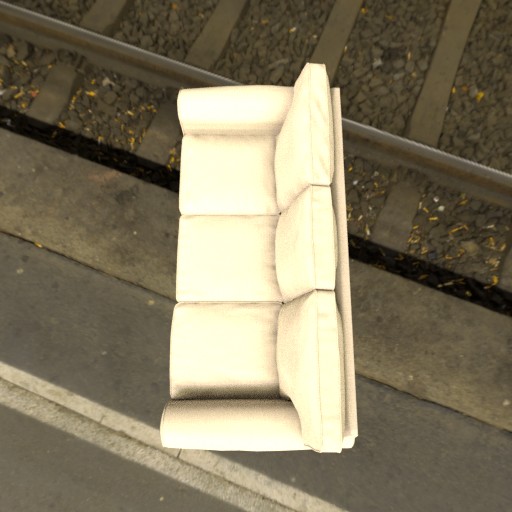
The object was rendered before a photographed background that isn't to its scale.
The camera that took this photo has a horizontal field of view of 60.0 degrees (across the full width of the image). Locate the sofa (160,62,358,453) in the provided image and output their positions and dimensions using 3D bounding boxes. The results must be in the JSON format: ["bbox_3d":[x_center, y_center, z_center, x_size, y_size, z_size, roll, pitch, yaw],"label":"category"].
[{"bbox_3d":[0.000,0.000,2.653,0.998,0.889,2.118,0,75,0],"label":"sofa"}]
